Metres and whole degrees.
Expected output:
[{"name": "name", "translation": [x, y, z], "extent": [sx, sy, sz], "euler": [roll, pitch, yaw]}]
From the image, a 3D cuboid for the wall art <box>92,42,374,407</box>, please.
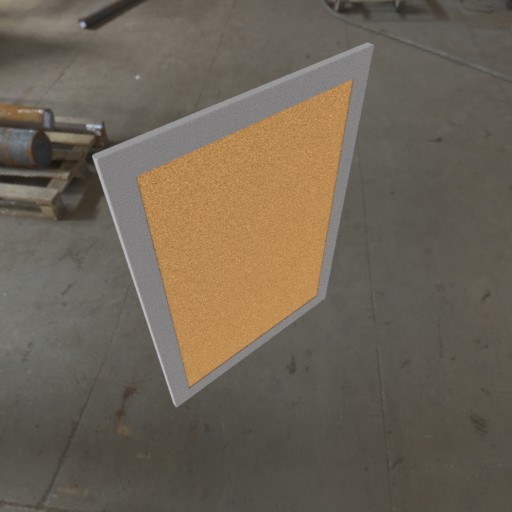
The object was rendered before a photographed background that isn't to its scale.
[{"name": "wall art", "translation": [0.000, 0.000, 0.671], "extent": [0.374, 0.529, 0.012], "euler": [-32, 55, -25]}]
